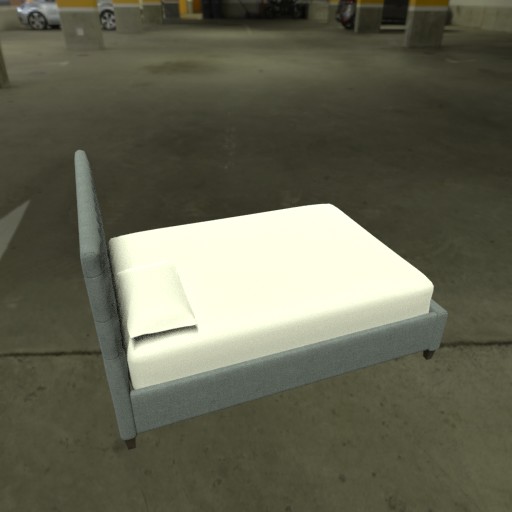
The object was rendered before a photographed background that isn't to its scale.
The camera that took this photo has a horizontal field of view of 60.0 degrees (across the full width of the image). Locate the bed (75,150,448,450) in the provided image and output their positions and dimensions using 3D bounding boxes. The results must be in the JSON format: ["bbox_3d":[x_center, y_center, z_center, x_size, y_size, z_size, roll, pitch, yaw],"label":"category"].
[{"bbox_3d":[0.000,0.000,3.376,2.335,1.411,1.698,-11,32,-18],"label":"bed"}]
